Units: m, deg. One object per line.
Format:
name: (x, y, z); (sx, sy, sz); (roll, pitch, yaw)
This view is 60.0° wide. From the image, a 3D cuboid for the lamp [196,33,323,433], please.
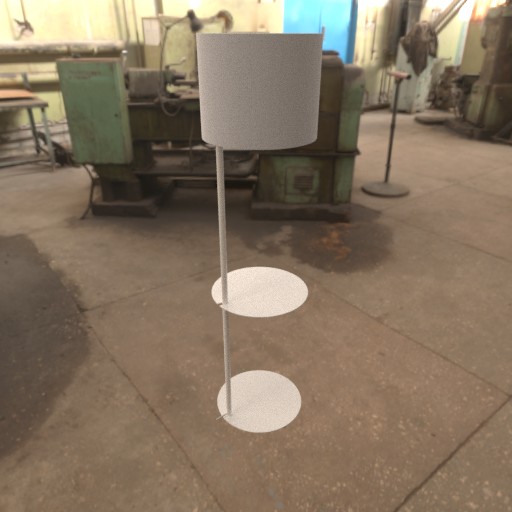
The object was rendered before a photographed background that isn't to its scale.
lamp: (0.000, 0.000, 1.631); (0.405, 1.465, 0.372); (-18, 32, -31)
